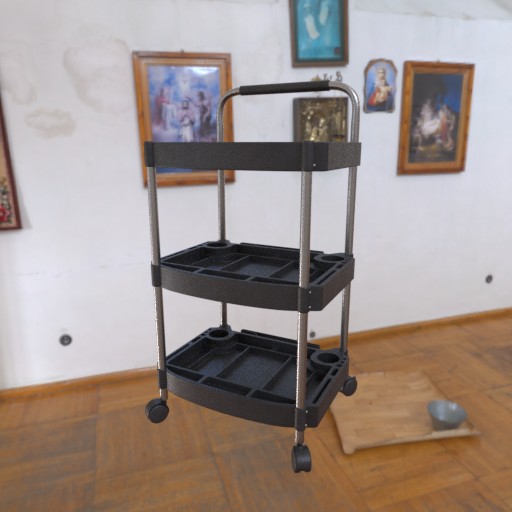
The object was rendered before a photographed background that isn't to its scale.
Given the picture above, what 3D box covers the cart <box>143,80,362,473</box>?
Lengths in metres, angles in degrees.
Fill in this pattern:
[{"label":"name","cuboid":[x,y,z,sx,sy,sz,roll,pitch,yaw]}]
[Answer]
[{"label":"cart","cuboid":[0.000,0.000,1.408,0.584,1.075,0.518,7,16,26]}]
